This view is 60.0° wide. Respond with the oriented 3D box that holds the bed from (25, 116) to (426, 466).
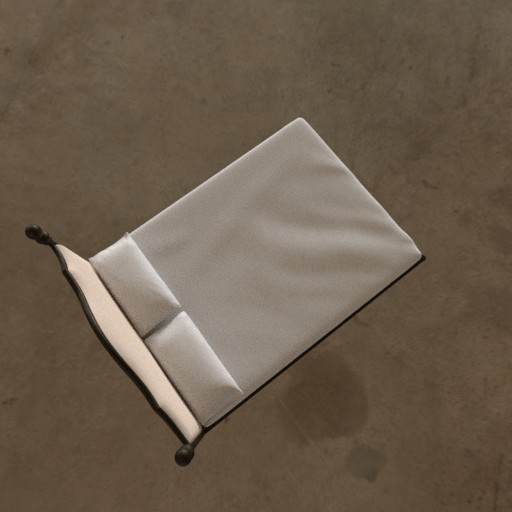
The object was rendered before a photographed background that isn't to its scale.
[{"bbox_3d":[0.000,0.000,3.306,2.224,1.499,1.642,-36,79,-8],"label":"bed"}]
